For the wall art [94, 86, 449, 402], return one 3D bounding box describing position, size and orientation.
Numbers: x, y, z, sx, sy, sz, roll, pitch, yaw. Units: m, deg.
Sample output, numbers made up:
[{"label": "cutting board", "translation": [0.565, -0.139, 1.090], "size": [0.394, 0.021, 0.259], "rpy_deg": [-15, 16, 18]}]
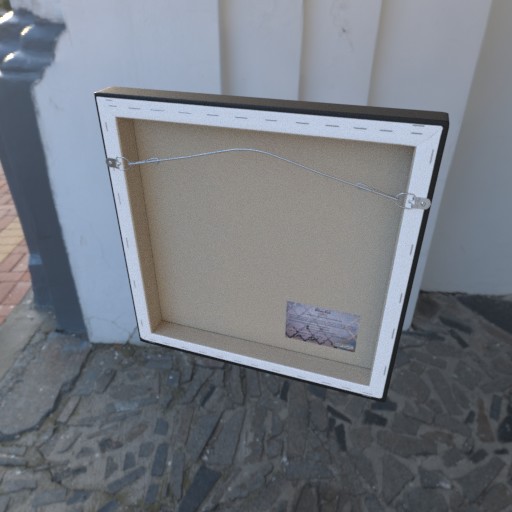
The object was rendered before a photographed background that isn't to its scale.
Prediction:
[{"label": "wall art", "translation": [0.000, 0.000, 0.602], "size": [0.406, 0.407, 0.041], "rpy_deg": [10, 34, 16]}]
